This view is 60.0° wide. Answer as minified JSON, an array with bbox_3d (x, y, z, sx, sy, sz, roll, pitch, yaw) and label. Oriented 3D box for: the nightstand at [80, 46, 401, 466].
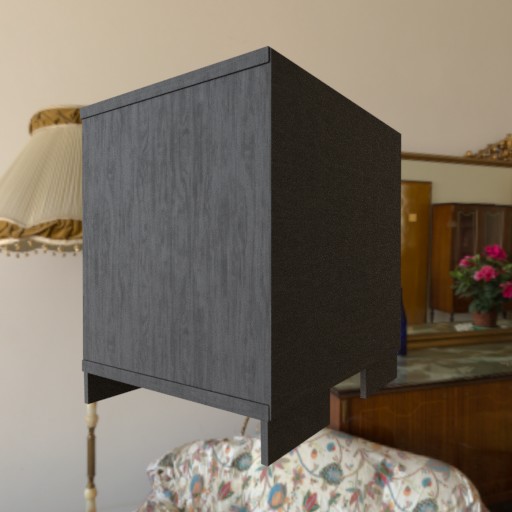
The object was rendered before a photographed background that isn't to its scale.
[{"bbox_3d":[0.000,0.000,0.741,0.347,0.448,0.427,0,1,36],"label":"nightstand"}]
